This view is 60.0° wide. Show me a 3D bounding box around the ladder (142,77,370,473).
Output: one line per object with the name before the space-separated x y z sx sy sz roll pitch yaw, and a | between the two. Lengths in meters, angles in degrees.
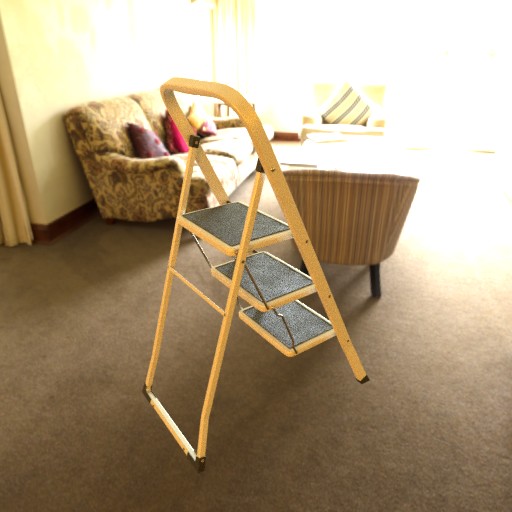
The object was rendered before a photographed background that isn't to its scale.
ladder | 0.000 0.000 1.392 0.711 1.050 0.460 -18 31 -32
